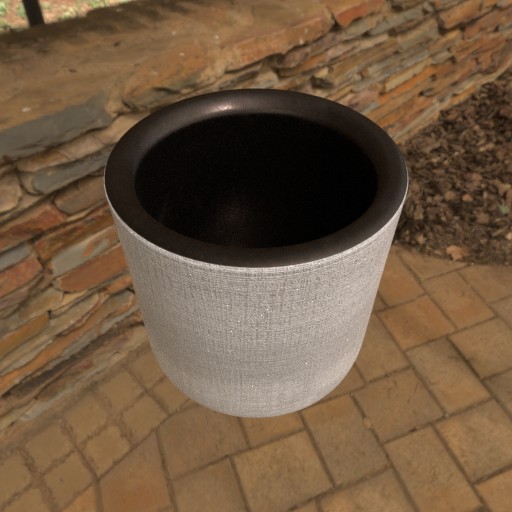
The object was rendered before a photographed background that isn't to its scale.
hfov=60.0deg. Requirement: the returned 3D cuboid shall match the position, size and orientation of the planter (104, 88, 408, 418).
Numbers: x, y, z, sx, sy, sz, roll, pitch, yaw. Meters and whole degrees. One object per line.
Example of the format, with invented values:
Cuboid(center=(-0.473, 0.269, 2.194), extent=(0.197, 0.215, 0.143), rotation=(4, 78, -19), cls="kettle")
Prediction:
Cuboid(center=(0.000, 0.000, 0.290), extent=(0.160, 0.156, 0.160), rotation=(0, 47, 0), cls="planter")
